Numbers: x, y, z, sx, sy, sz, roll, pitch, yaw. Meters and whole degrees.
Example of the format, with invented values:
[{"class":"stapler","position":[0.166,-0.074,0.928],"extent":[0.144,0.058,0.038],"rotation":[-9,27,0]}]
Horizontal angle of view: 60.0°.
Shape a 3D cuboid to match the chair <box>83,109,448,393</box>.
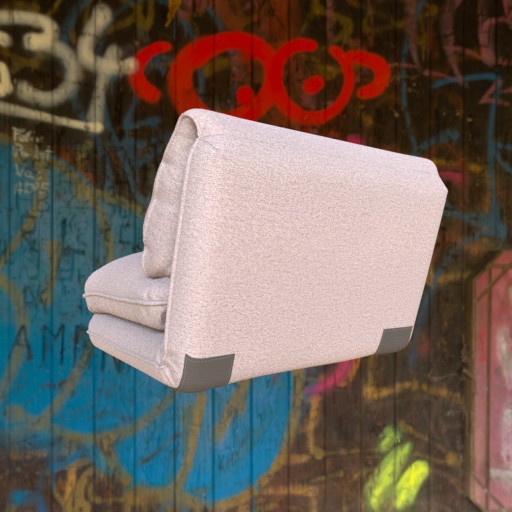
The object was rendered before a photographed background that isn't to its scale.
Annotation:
[{"class":"chair","position":[0.000,0.000,1.314],"extent":[0.820,0.580,0.780],"rotation":[0,0,-36]}]
